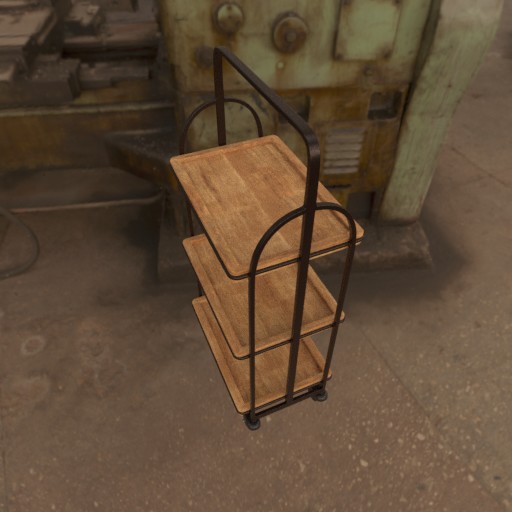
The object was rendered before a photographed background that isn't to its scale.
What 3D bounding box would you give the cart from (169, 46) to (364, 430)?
[{"bbox_3d":[0.000,0.000,1.242,0.327,1.001,0.553,-17,47,-16],"label":"cart"}]
